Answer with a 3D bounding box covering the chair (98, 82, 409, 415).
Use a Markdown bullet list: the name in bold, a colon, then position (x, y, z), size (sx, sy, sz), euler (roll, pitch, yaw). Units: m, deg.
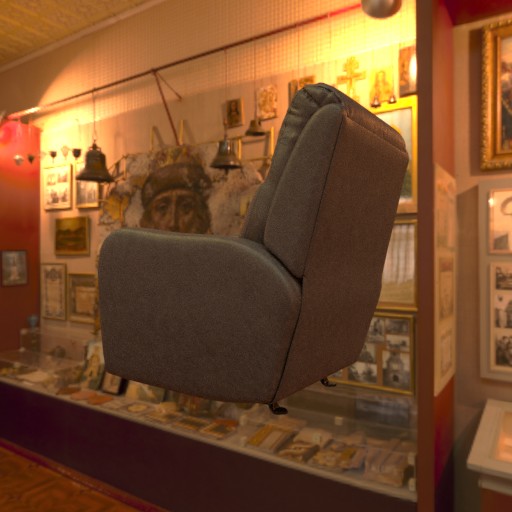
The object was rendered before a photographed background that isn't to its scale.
- **chair**: position (0.000, 0.000, 1.821), size (1.067, 1.067, 0.865), euler (0, 0, 35)
